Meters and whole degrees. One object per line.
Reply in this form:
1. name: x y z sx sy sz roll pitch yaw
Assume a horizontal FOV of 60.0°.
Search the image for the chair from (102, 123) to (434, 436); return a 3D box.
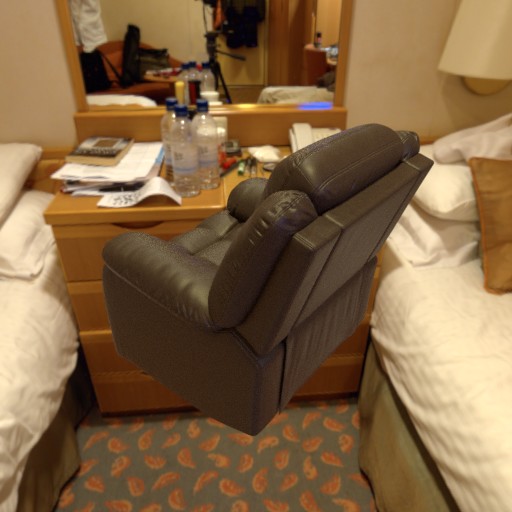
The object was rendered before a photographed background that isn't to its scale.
1. chair: 0.000 0.000 1.665 0.934 1.009 0.899 22 37 32
